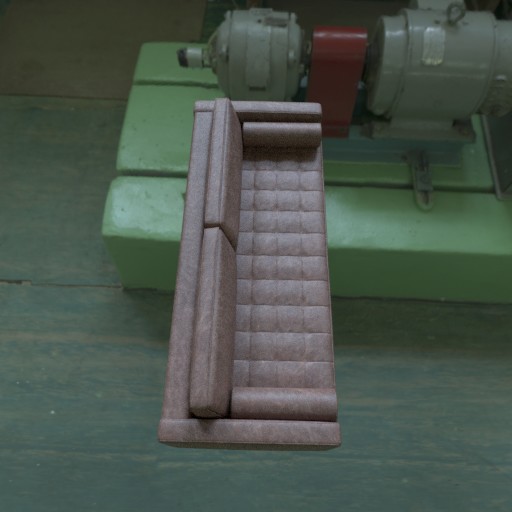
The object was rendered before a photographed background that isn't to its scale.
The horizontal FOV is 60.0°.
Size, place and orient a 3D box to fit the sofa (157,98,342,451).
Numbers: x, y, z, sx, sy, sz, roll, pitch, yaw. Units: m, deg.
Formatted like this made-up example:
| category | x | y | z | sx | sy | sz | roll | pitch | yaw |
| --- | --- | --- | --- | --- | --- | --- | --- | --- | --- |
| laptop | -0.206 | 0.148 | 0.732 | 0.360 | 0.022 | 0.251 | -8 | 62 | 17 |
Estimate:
| category | x | y | z | sx | sy | sz | roll | pitch | yaw |
| --- | --- | --- | --- | --- | --- | --- | --- | --- | --- |
| sofa | 0.000 | 0.000 | 2.759 | 0.914 | 0.762 | 2.210 | 1 | 64 | 1 |
